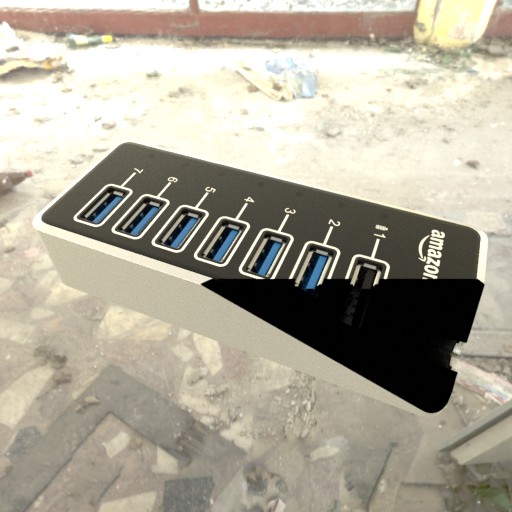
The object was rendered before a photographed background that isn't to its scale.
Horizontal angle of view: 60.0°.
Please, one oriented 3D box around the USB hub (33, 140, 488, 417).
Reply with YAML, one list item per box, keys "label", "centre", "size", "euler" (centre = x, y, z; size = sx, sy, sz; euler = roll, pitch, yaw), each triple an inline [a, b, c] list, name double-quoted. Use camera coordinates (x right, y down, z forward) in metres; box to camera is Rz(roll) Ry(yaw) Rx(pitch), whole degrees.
- label: "USB hub"
  centre: [0.000, 0.000, 0.120]
  size: [0.110, 0.023, 0.044]
  euler: [17, 49, 15]
